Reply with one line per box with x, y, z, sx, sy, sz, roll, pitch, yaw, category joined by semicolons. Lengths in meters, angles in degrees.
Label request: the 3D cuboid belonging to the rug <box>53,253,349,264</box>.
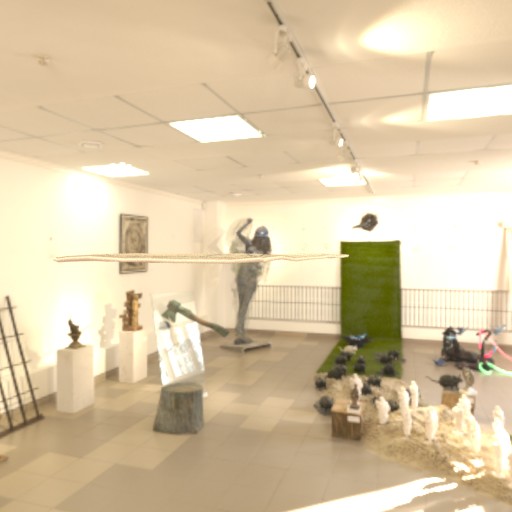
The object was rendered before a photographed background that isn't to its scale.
0.000;0.000;2.658;0.831;0.036;2.381;0;0;18;rug
